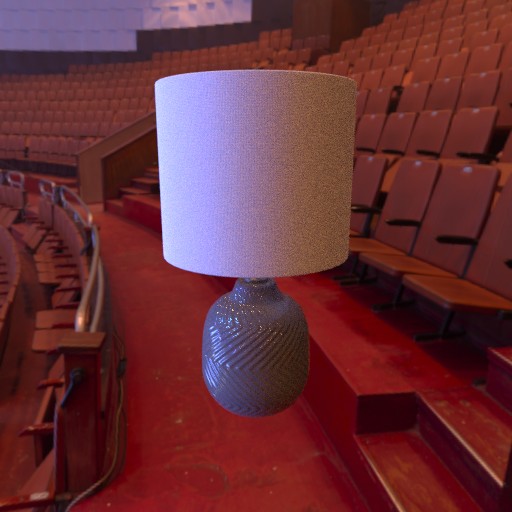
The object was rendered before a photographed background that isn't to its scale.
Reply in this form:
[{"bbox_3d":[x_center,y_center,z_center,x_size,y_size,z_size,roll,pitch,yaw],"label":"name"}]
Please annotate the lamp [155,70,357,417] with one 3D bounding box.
[{"bbox_3d":[0.000,0.000,0.507,0.207,0.366,0.207,-2,14,-9],"label":"lamp"}]
